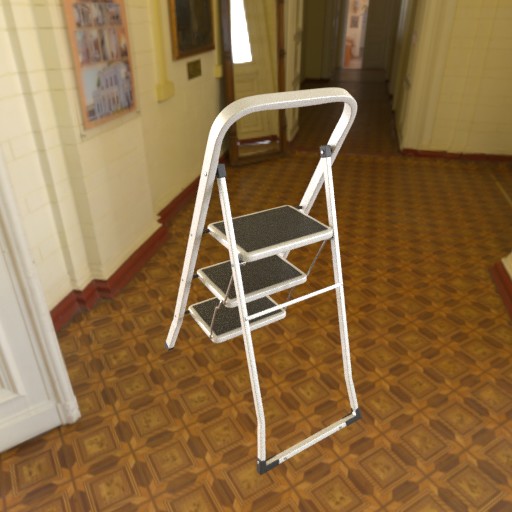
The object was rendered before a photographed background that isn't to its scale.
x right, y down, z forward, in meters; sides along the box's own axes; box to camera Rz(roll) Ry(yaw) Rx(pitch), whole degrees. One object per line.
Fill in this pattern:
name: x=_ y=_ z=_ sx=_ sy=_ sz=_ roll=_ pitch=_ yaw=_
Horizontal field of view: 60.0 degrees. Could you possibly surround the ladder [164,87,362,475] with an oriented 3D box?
ladder: x=0.000 y=0.000 z=1.425 sx=0.460 sy=1.050 sz=0.711 roll=-17 pitch=33 yaw=-27
